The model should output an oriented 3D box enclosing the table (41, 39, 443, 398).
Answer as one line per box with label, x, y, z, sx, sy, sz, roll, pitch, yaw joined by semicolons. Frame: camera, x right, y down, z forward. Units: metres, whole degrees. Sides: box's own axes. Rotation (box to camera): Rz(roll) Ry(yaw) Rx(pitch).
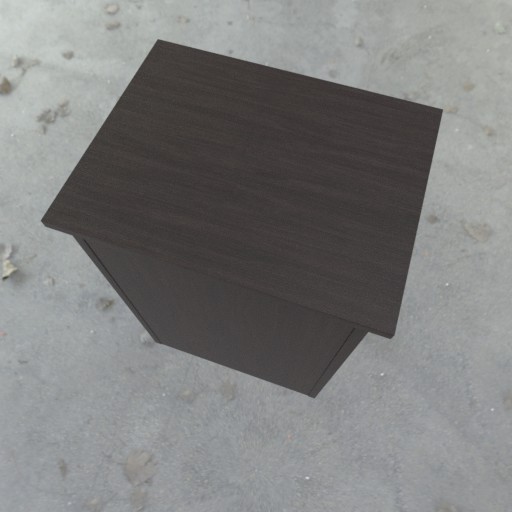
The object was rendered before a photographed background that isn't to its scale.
table;0.000;0.000;0.923;0.480;0.635;0.381;17;65;8
